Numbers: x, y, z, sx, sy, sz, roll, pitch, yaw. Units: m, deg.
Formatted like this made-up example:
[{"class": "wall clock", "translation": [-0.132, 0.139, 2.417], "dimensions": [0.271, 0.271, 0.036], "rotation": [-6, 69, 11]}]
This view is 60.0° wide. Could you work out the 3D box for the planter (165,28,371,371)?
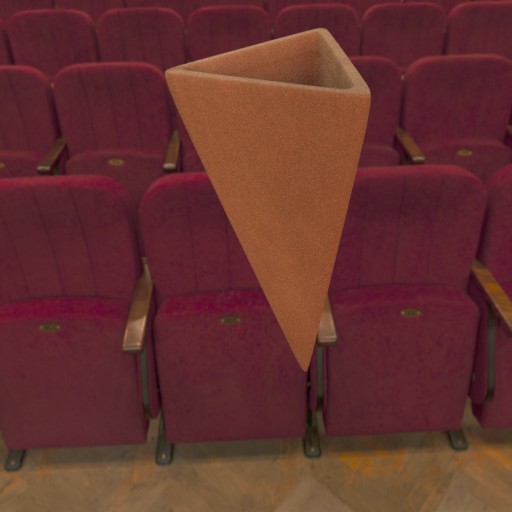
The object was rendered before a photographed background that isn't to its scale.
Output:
[{"class": "planter", "translation": [0.000, 0.000, 0.263], "dimensions": [0.081, 0.224, 0.101], "rotation": [-1, 39, -2]}]
